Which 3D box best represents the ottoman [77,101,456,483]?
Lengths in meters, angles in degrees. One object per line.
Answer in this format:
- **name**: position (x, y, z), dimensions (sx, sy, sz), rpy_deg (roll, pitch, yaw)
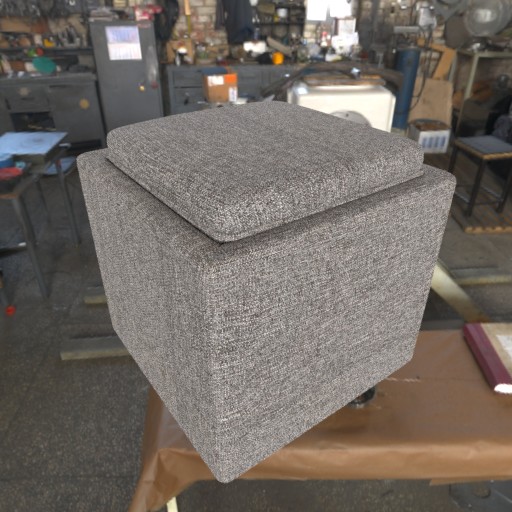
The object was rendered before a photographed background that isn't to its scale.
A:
- **ottoman**: position (0.000, 0.000, 0.805), dimensions (0.450, 0.460, 0.450), rpy_deg (-21, 37, -30)
